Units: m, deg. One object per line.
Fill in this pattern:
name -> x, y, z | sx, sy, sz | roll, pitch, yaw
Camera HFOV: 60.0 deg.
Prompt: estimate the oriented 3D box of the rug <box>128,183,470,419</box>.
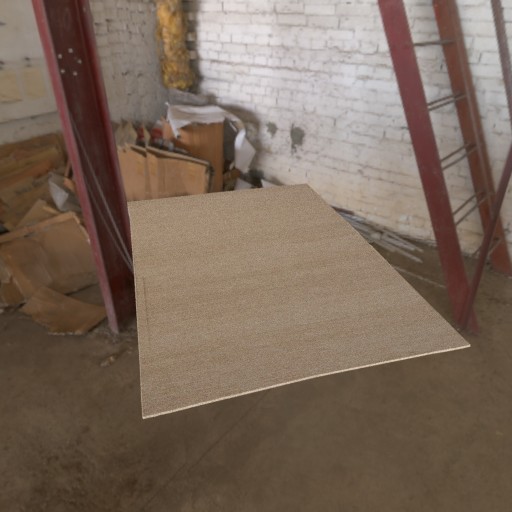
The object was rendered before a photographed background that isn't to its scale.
rug -> 0.000, 0.000, 3.737 | 2.032, 0.038, 2.869 | -8, 32, -13
